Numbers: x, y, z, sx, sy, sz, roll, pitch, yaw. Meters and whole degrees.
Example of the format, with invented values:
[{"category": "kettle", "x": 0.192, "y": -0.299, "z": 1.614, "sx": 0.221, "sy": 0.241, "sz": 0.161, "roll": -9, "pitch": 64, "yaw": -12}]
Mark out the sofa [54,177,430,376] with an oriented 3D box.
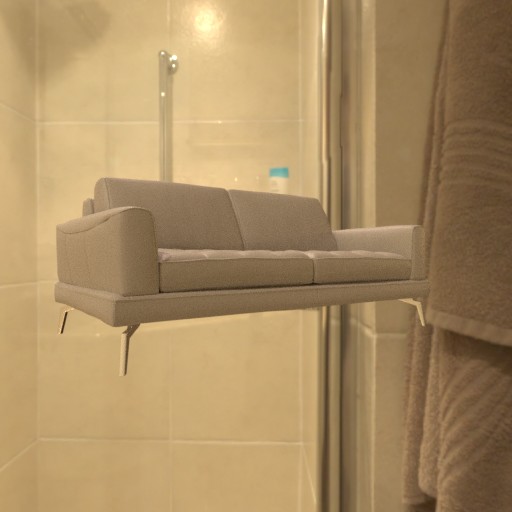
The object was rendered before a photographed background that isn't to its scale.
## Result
[{"category": "sofa", "x": 0.000, "y": 0.000, "z": 2.779, "sx": 2.177, "sy": 0.930, "sz": 1.121, "roll": 0, "pitch": 0, "yaw": -36}]
